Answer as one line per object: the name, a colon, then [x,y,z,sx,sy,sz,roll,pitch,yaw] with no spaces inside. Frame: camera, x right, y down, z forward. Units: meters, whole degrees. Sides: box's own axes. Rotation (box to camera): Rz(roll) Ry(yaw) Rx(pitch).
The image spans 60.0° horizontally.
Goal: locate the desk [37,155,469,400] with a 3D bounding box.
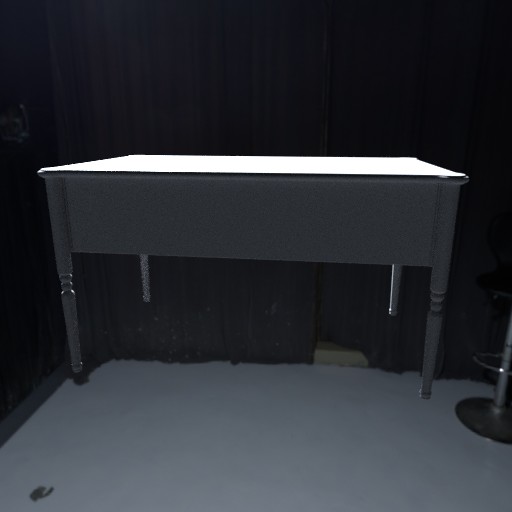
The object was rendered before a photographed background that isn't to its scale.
desk: [0.000,0.000,1.844,1.380,0.762,0.807,2,16,8]
